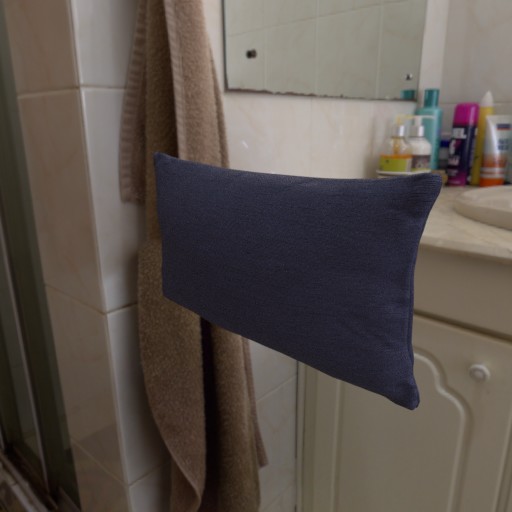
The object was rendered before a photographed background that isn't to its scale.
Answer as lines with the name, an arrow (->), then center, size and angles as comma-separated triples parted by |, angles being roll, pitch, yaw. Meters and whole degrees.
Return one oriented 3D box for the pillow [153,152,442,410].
pillow -> 0.000, 0.000, 0.795 | 0.633, 0.338, 0.210 | 16, 23, 42
